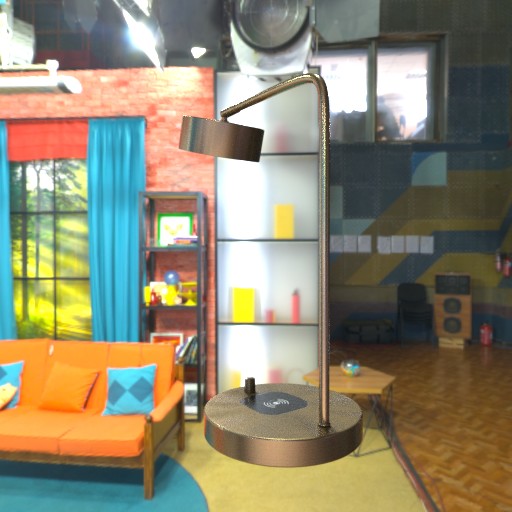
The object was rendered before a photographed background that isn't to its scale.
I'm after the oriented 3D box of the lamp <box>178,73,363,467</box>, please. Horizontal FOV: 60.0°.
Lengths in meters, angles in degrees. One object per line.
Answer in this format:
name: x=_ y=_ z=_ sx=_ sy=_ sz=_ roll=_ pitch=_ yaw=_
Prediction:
lamp: x=0.000 y=0.000 z=0.523 sx=0.171 sy=0.380 sz=0.270 roll=-1 pitch=1 yaw=-36
